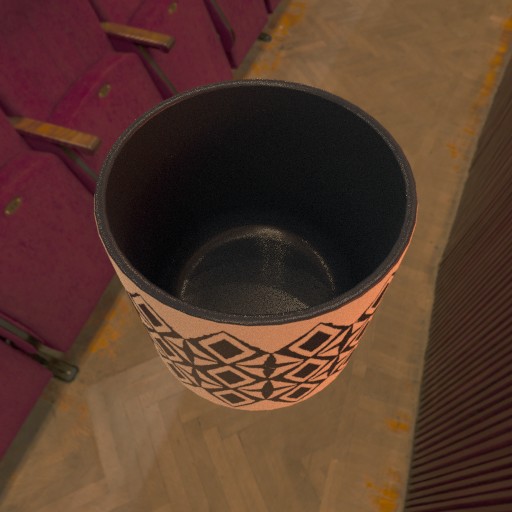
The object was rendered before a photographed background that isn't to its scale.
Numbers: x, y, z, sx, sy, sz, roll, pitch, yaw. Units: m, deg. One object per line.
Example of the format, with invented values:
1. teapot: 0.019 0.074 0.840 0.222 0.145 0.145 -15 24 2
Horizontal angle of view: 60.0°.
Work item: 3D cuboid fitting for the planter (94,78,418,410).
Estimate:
1. planter: 0.000 0.000 0.279 0.159 0.144 0.159 0 57 0
